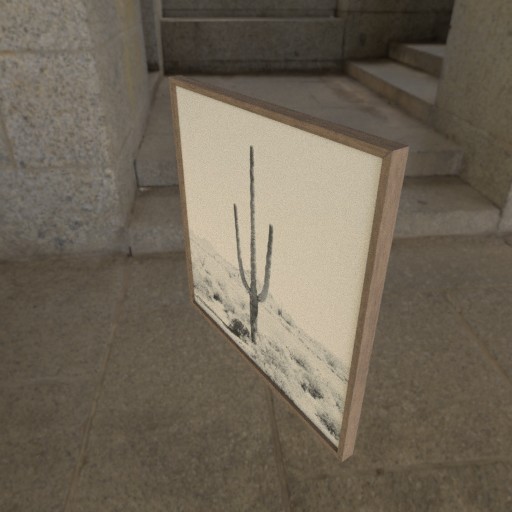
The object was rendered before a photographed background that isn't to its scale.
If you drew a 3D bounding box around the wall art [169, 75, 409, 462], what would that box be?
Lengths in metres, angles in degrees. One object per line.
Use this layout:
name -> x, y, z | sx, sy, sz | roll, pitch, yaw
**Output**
wall art -> 0.000, 0.000, 1.134 | 0.038, 0.762, 0.762 | -20, 37, -29
